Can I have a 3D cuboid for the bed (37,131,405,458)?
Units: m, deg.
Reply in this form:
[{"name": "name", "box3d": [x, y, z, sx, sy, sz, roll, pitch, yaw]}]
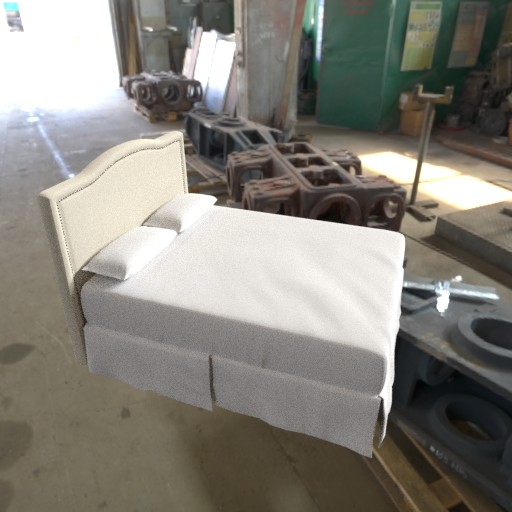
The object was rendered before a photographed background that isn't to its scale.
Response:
[{"name": "bed", "box3d": [0.000, 0.000, 3.267, 2.196, 1.449, 1.741, 10, 31, 17]}]
